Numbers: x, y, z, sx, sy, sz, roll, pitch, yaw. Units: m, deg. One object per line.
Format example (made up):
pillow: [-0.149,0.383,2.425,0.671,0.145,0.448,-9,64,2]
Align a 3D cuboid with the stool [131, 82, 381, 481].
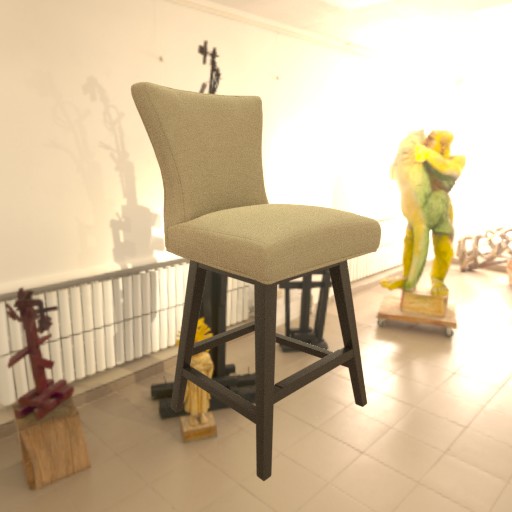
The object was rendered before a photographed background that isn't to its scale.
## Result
stool: [0.000,0.000,1.357,0.574,1.000,0.514,13,18,43]
